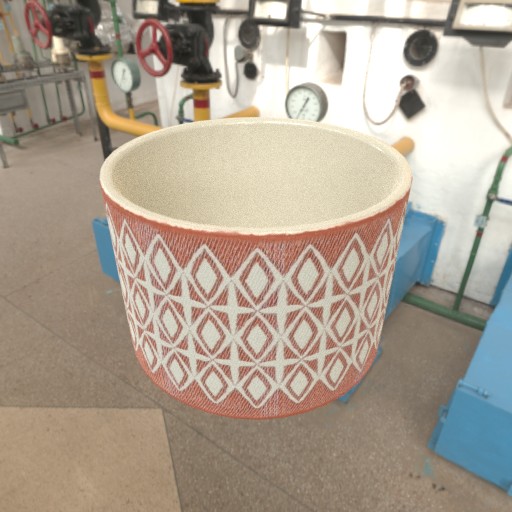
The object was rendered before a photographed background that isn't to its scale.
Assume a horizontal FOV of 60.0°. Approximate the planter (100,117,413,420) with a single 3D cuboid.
[{"bbox_3d":[0.000,0.000,0.322,0.192,0.148,0.192,0,33,0],"label":"planter"}]
